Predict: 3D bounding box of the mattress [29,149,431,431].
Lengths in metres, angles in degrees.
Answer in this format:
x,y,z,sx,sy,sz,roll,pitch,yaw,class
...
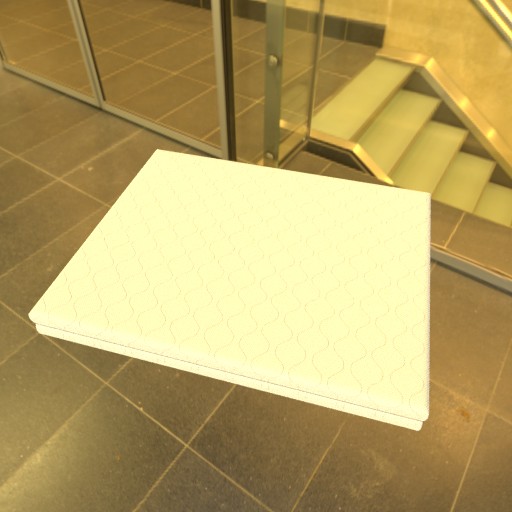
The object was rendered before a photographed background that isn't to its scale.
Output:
x,y,z,sx,sy,sz,roll,pitch,yaw,class
0.000,0.000,2.687,2.000,0.200,1.600,11,47,11,mattress
